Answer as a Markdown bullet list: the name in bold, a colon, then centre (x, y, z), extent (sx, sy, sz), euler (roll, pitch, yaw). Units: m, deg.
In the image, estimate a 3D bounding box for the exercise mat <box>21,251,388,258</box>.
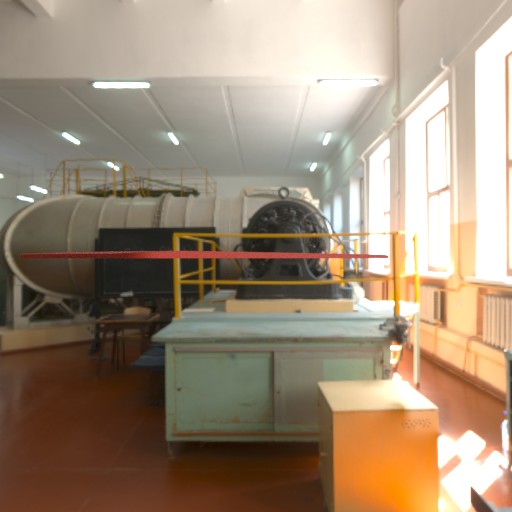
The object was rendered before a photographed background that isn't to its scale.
- **exercise mat**: centre (0.000, 0.000, 2.022), extent (0.616, 0.021, 1.869), euler (0, 0, 36)
